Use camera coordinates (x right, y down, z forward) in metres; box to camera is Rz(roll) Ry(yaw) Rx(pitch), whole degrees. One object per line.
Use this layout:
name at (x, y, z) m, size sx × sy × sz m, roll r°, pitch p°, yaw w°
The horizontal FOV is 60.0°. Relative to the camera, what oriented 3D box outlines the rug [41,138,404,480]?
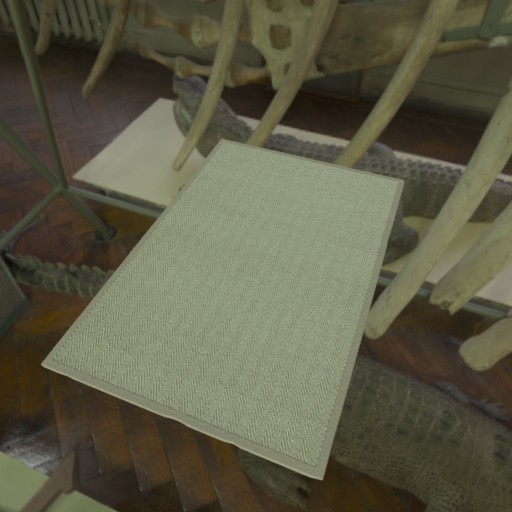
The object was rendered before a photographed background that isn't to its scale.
rug at (0.000, 0.000, 2.861) m, size 1.540 × 0.021 × 2.290 m, roll 16°, pitch 50°, yaw 14°
